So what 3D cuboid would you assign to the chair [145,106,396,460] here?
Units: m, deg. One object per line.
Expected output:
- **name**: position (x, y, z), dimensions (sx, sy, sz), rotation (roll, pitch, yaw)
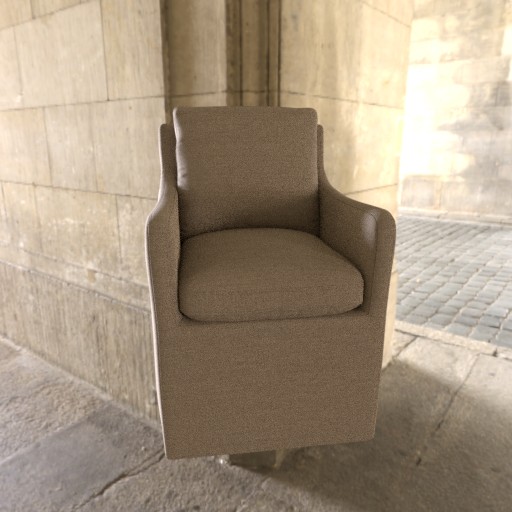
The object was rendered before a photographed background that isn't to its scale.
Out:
- **chair**: position (0.000, 0.000, 1.380), dimensions (0.626, 0.914, 0.694), rotation (-2, 15, -8)
